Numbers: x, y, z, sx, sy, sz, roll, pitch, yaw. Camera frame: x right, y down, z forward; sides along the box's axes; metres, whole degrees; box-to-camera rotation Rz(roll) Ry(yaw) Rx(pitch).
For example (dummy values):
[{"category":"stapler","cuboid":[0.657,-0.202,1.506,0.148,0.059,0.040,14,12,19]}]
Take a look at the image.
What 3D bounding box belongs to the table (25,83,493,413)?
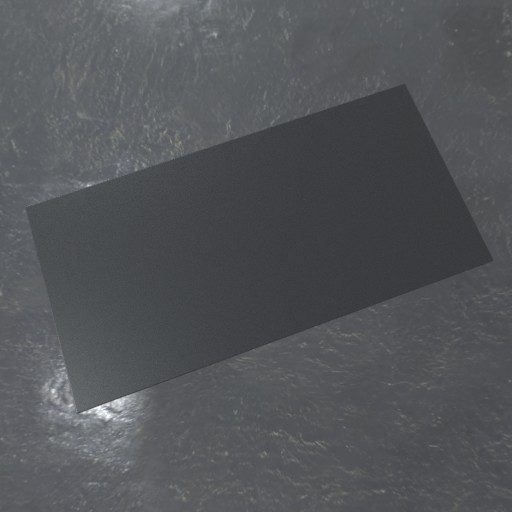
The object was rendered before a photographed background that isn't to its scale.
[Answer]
[{"category":"table","cuboid":[0.000,0.000,1.323,1.044,0.470,0.523,-19,77,-5]}]
